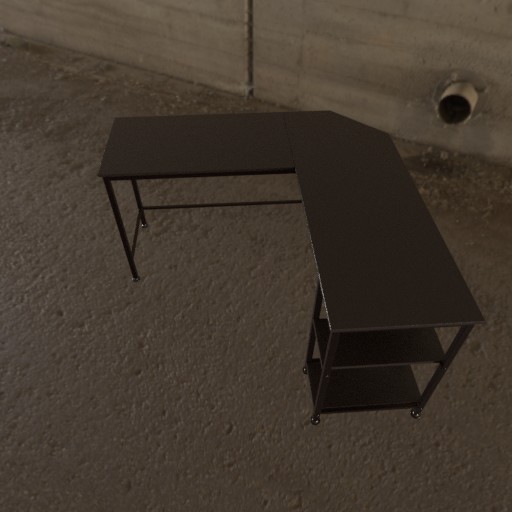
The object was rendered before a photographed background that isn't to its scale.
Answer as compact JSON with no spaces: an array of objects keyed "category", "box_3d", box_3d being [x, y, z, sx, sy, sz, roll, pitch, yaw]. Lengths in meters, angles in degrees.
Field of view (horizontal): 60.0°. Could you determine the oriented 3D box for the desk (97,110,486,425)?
[{"category":"desk","box_3d":[0.000,0.000,2.125,1.379,0.739,1.379,-3,46,-3]}]
